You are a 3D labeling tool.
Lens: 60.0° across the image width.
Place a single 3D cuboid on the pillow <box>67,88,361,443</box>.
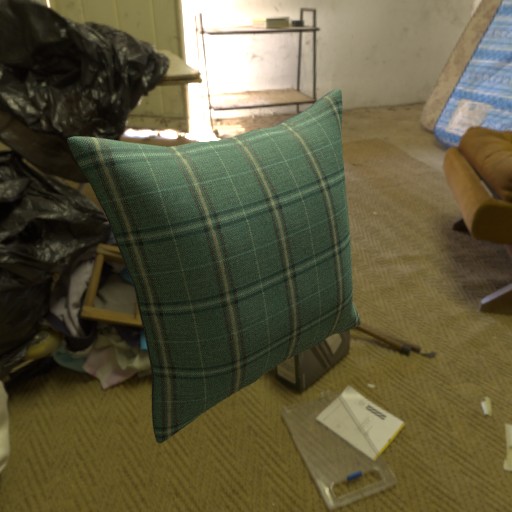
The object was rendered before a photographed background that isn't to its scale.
[{"bbox_3d":[0.000,0.000,0.690,0.453,0.430,0.200,-22,38,-32],"label":"pillow"}]
